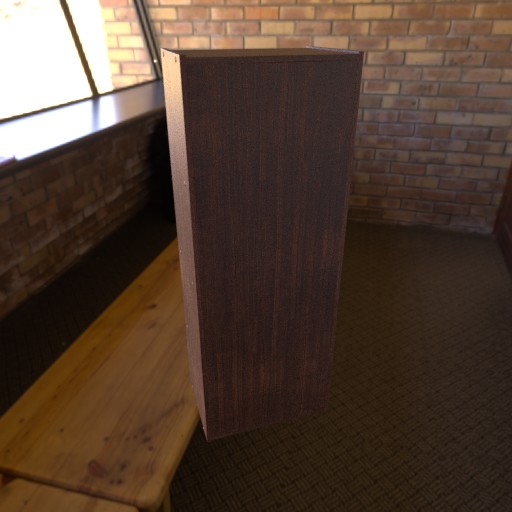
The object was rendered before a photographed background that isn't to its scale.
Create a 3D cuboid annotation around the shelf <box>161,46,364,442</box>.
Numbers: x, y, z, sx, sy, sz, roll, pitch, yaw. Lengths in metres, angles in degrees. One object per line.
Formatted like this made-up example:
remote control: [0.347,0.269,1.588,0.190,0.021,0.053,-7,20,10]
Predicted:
shelf: [0.000,0.000,1.302,0.415,1.099,0.290,-8,29,-16]
